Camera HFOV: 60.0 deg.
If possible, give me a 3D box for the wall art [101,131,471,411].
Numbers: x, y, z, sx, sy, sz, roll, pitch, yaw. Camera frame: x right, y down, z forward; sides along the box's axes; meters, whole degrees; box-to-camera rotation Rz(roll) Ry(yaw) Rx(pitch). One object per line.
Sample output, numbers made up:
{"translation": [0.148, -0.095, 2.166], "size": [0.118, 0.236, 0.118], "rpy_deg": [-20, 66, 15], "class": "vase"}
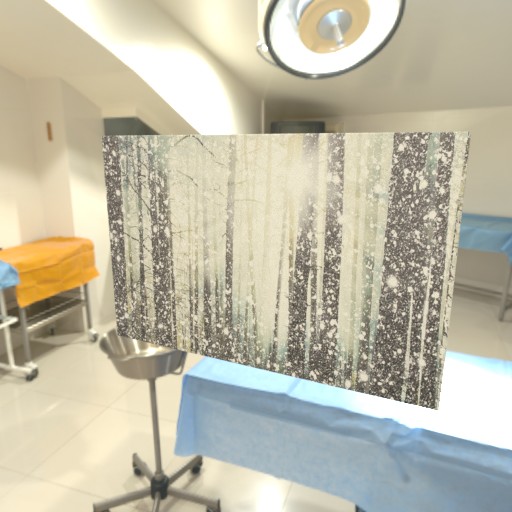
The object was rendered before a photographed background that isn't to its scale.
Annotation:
{"translation": [0.000, 0.000, 0.753], "size": [0.618, 0.398, 0.042], "rpy_deg": [7, 16, 25], "class": "wall art"}
